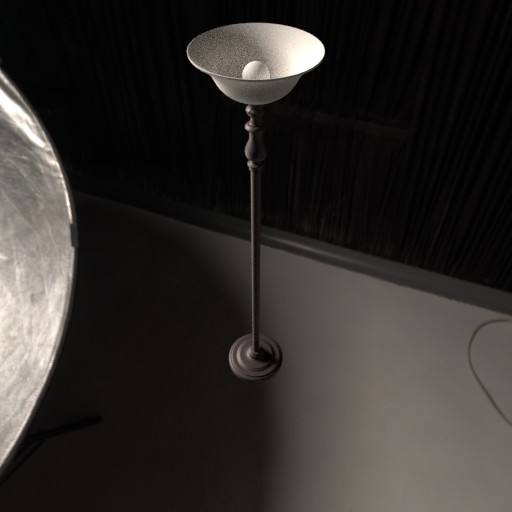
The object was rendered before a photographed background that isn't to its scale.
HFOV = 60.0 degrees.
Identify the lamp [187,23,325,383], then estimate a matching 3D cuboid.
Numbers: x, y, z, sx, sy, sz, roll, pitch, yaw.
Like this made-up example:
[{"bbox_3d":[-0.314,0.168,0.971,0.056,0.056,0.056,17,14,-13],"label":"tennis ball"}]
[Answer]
[{"bbox_3d":[0.000,0.000,1.965,0.405,1.797,0.405,16,49,14],"label":"lamp"}]
